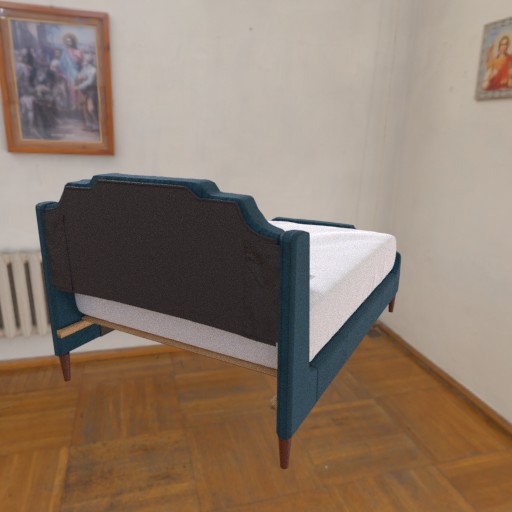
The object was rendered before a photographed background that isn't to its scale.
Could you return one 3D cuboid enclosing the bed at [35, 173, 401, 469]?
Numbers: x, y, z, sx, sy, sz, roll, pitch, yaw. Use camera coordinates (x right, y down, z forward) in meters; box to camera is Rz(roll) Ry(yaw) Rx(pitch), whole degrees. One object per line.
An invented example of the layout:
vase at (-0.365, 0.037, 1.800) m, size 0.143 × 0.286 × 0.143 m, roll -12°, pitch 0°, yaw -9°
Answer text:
bed at (0.000, 0.000, 3.277) m, size 1.676 × 1.351 × 2.322 m, roll 9°, pitch 18°, yaw 28°
